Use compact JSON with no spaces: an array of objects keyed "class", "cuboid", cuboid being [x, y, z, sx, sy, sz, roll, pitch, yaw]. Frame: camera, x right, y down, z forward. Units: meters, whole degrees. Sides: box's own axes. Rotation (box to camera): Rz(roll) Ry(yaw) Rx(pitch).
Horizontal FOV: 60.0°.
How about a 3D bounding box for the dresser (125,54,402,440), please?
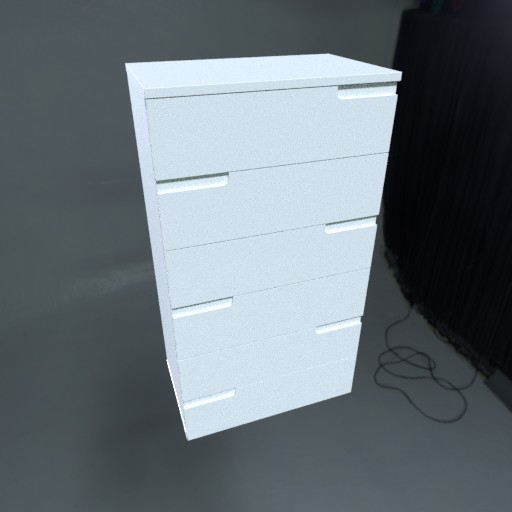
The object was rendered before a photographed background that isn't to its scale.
[{"class":"dresser","cuboid":[0.000,0.000,1.505,0.650,1.190,0.400,-10,33,-17]}]
